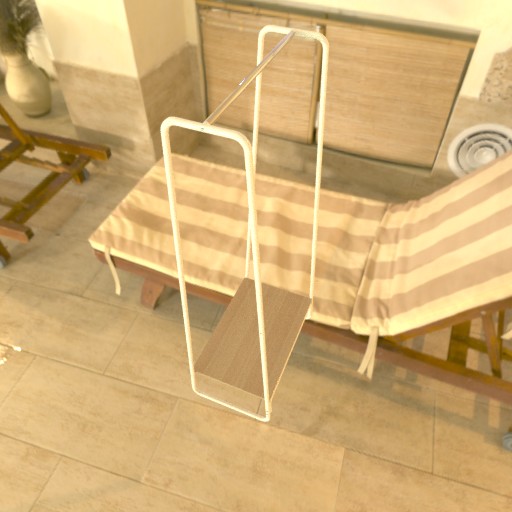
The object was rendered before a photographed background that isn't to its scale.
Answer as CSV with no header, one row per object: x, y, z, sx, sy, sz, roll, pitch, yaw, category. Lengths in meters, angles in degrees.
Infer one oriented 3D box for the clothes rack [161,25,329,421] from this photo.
0.000,0.000,1.759,0.400,1.500,0.640,17,49,15,clothes rack
